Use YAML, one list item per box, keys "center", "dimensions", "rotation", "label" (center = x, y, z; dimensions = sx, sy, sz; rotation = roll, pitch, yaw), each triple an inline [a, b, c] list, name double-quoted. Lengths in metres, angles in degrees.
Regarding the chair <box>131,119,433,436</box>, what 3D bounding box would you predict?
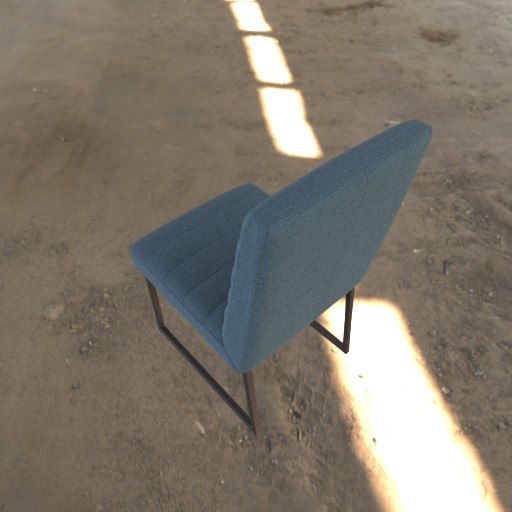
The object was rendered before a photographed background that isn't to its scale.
- center: [0.000, 0.000, 1.322]
  dimensions: [0.520, 0.930, 0.634]
  rotation: [-33, 54, -28]
  label: "chair"
